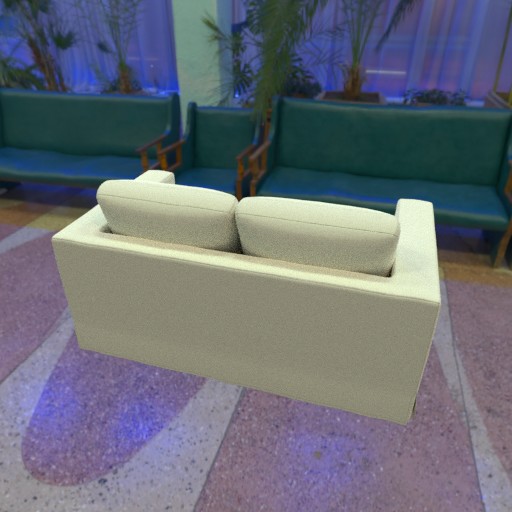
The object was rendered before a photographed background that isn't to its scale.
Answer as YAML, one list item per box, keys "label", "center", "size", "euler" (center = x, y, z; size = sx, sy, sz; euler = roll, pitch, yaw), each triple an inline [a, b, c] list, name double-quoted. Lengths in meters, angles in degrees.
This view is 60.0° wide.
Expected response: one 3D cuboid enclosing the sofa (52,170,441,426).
- label: "sofa"
  center: [0.000, 0.000, 2.425]
  size: [1.813, 0.932, 1.009]
  euler: [9, 32, 14]
